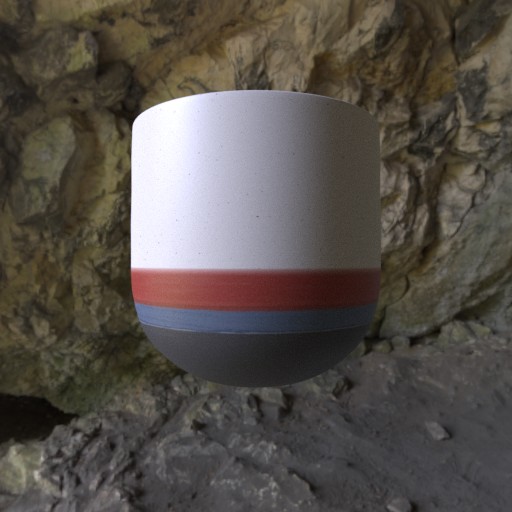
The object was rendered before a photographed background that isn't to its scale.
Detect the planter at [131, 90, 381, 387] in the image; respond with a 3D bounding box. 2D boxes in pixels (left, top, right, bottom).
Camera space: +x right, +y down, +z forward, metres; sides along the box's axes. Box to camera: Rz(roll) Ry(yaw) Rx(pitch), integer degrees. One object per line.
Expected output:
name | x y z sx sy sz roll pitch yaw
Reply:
planter | 0.000 0.000 0.494 0.268 0.270 0.268 0 -1 0
